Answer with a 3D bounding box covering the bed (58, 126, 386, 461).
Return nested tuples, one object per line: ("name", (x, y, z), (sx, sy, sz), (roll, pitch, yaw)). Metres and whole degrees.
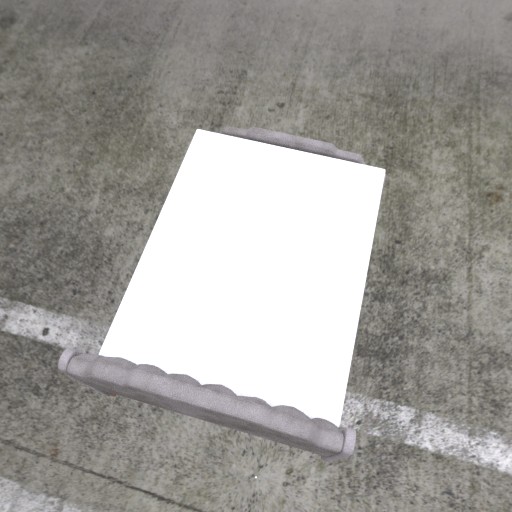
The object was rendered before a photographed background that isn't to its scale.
("bed", (0.000, 0.000, 3.225), (1.676, 1.245, 2.340), (14, 64, 7))
